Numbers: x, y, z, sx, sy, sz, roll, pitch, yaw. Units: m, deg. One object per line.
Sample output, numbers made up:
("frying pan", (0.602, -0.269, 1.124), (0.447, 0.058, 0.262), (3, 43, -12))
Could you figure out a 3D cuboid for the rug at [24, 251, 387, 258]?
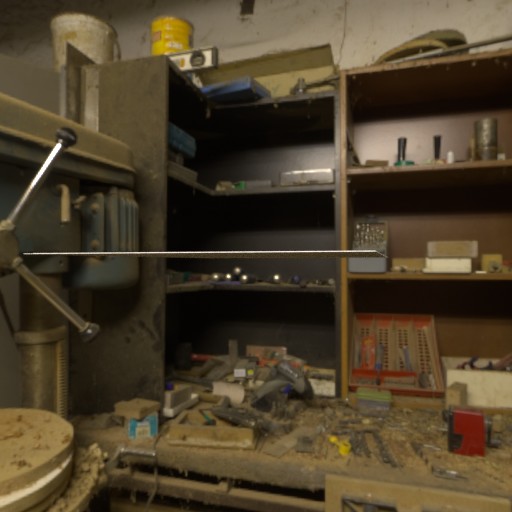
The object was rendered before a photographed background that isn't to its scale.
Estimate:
("rug", (0.000, 0.000, 4.229), (2.354, 0.007, 3.196), (0, -1, 18))
